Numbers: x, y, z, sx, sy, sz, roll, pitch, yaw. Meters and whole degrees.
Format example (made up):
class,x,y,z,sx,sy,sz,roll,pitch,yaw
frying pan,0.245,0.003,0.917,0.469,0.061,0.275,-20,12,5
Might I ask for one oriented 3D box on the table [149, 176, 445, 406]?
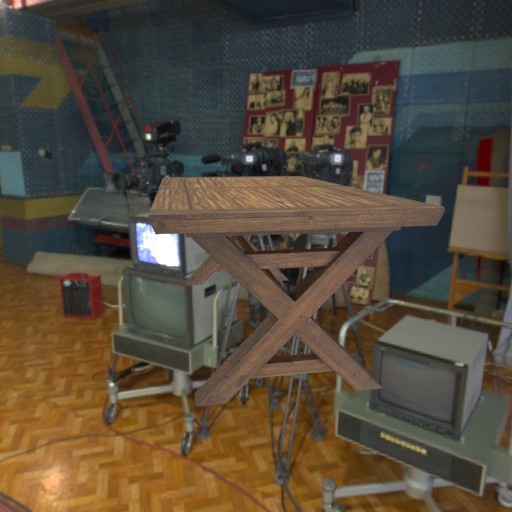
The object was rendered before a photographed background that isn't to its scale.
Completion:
class,x,y,z,sx,sy,sz,roll,pitch,yaw
table,0.000,0.000,2.583,1.071,0.793,1.966,-2,14,-10
